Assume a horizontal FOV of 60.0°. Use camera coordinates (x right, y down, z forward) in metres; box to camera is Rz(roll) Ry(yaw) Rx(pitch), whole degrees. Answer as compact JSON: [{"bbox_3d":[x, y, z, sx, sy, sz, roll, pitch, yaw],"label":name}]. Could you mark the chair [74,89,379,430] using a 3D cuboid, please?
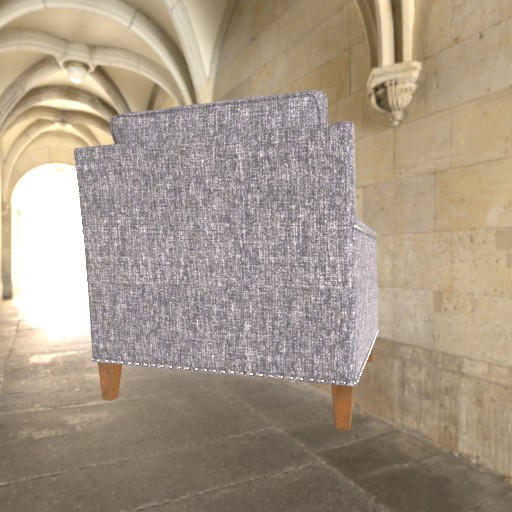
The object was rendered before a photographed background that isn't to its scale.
[{"bbox_3d":[0.000,0.000,1.694,0.853,0.943,1.014,0,0,19],"label":"chair"}]
